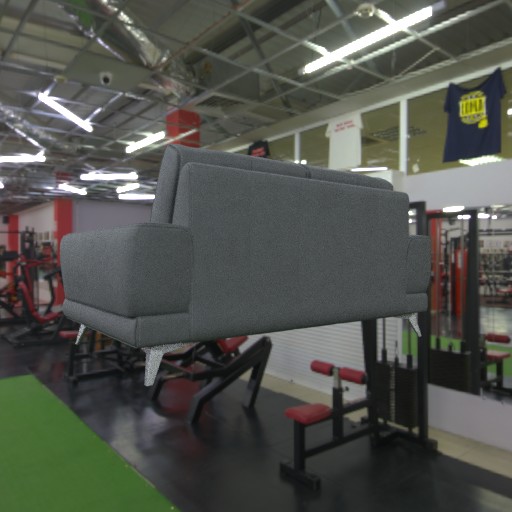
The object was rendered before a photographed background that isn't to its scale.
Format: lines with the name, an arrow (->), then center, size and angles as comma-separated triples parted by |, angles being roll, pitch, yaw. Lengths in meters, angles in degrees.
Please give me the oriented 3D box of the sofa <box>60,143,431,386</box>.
sofa -> 0.000, 0.000, 2.399 | 1.806, 0.907, 1.018 | 0, 0, -36
